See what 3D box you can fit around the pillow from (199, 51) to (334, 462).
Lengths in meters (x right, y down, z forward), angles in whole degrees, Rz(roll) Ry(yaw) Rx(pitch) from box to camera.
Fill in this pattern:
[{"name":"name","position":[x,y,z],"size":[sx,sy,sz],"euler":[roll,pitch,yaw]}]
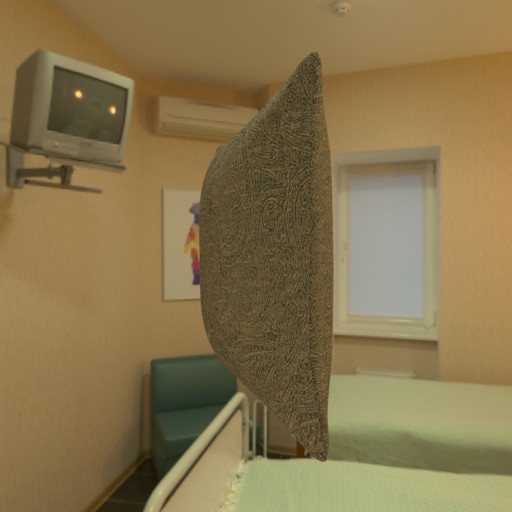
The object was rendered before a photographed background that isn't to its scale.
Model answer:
[{"name":"pillow","position":[0.000,0.000,0.790],"size":[0.166,0.507,0.526],"euler":[0,0,-18]}]
